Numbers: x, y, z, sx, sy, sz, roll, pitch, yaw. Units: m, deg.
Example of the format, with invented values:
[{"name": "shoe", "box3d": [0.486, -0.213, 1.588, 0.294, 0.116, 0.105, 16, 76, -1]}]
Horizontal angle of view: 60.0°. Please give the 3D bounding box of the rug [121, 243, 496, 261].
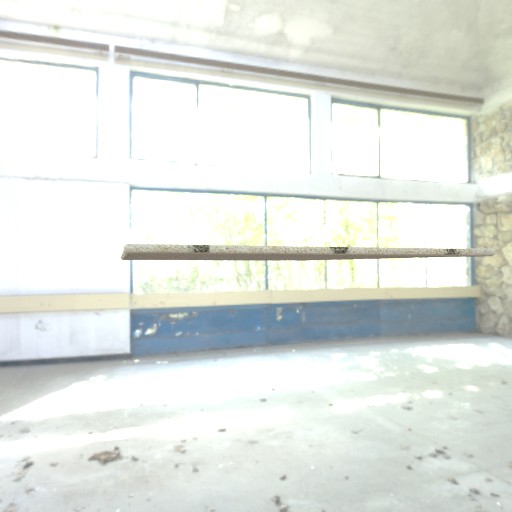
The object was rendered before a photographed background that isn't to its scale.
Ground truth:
[{"name": "rug", "box3d": [0.000, 0.000, 2.066, 1.200, 0.025, 1.600, 0, -1, -17]}]
